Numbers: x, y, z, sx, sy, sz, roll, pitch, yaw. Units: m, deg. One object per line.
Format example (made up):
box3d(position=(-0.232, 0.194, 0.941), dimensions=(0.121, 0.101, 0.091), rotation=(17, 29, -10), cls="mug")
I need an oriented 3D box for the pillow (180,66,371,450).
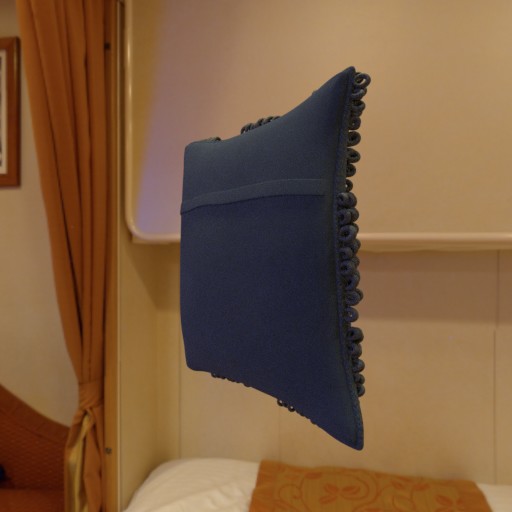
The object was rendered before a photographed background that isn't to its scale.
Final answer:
box3d(position=(0.000, 0.000, 0.725), dimensions=(0.172, 0.466, 0.469), rotation=(0, 0, -35), cls="pillow")
